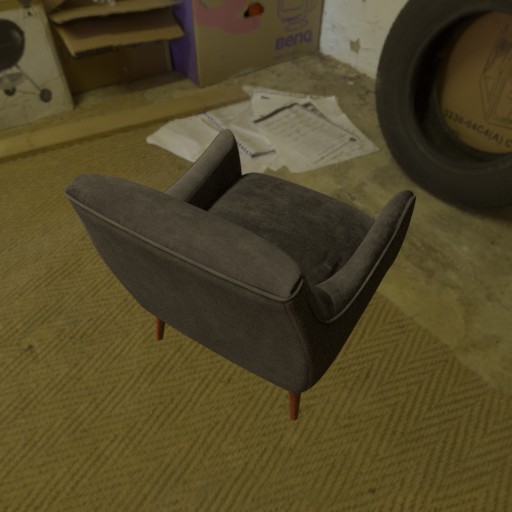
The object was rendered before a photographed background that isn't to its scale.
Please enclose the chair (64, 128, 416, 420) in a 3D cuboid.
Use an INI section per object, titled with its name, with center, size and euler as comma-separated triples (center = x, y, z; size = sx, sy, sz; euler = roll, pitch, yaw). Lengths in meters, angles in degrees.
[chair]
center = 0.000, 0.000, 1.436
size = 0.762, 0.838, 0.787
euler = 24, 51, 21
